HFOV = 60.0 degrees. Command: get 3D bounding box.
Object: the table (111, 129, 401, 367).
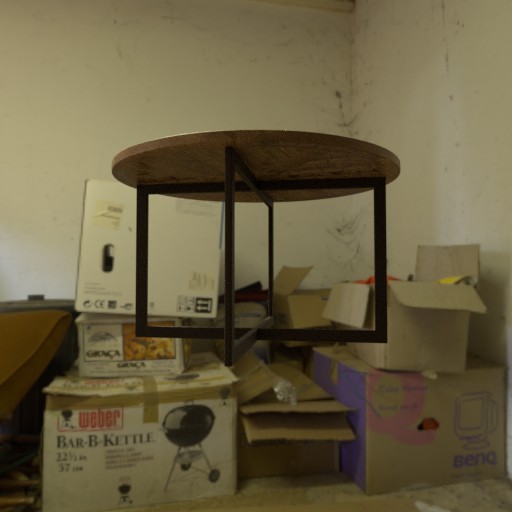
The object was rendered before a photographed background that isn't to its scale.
[{"bbox_3d":[0.000,0.000,2.026,1.264,0.762,1.264,0,-2,0],"label":"table"}]
